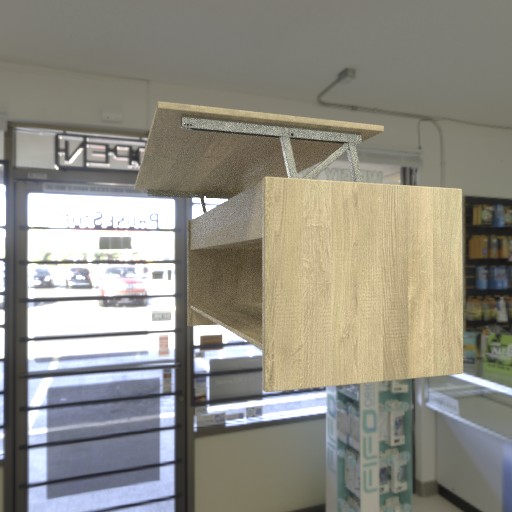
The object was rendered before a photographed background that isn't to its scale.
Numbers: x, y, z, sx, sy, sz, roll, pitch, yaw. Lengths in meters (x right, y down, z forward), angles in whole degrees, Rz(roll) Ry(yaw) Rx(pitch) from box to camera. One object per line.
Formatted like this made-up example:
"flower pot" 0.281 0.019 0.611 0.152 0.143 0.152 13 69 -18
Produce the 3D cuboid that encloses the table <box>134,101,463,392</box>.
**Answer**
"table" 0.000 0.000 1.421 0.712 0.570 1.000 0 -1 -18
